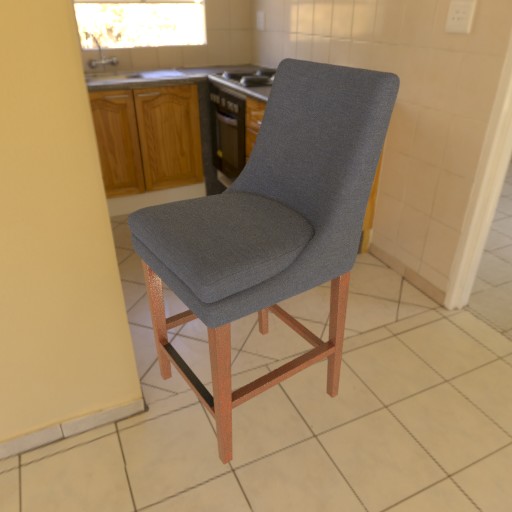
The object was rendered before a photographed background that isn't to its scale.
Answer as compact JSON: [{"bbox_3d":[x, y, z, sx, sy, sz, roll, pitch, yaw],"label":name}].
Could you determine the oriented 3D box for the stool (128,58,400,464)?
[{"bbox_3d":[0.000,0.000,1.269,0.577,0.981,0.470,-19,35,-30],"label":"stool"}]
